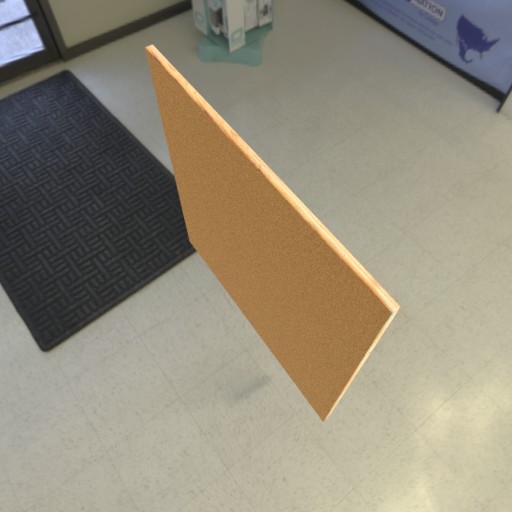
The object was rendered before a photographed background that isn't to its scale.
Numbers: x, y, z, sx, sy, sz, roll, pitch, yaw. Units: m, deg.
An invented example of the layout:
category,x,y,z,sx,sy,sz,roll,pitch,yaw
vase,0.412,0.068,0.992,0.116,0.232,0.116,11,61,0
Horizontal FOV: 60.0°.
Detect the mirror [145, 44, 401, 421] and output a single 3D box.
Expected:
category,x,y,z,sx,sy,sz,roll,pitch,yaw
mirror,0.000,0.000,1.193,0.061,0.804,0.804,-31,63,-17
